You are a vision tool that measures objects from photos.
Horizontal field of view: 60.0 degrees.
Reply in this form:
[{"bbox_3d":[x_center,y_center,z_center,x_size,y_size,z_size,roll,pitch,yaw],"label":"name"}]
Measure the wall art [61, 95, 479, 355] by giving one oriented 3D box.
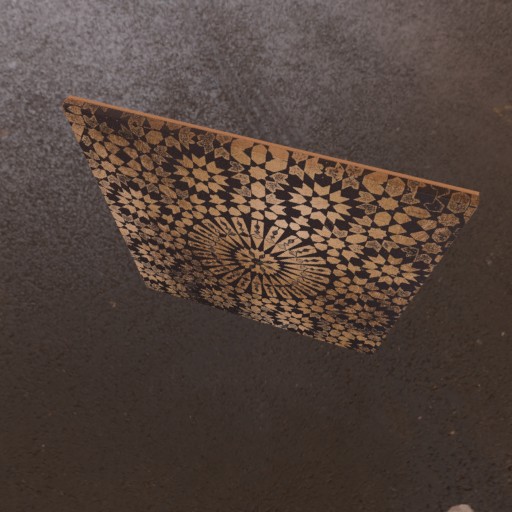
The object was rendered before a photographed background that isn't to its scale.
[{"bbox_3d":[0.000,0.000,1.326,0.914,0.914,0.038,16,61,9],"label":"wall art"}]
